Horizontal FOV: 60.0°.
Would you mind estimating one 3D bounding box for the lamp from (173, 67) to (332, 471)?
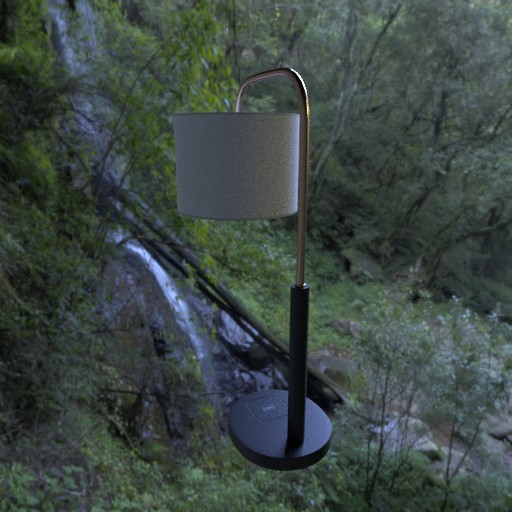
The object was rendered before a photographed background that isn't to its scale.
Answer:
[{"bbox_3d":[0.000,0.000,0.705,0.199,0.540,0.337,-7,17,-25],"label":"lamp"}]
